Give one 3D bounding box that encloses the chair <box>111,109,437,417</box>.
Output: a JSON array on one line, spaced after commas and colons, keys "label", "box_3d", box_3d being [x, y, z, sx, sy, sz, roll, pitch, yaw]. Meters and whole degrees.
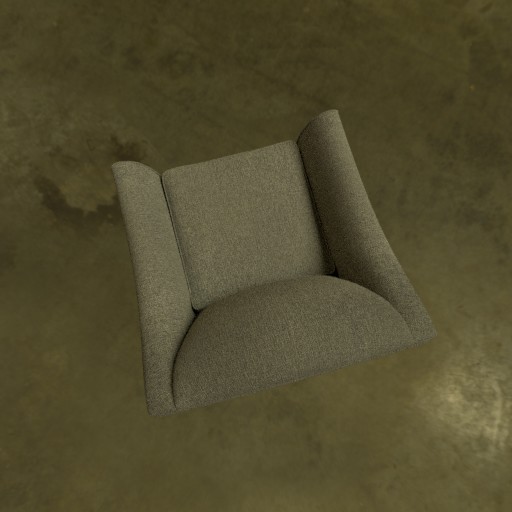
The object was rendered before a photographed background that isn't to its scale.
[{"label": "chair", "box_3d": [0.000, 0.000, 1.471, 0.763, 0.839, 0.787, -15, 78, -3]}]
